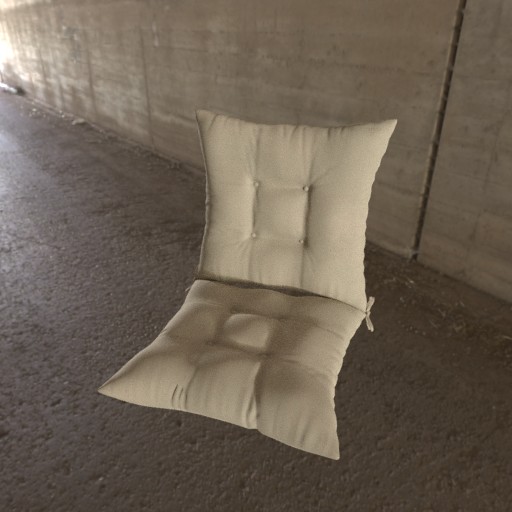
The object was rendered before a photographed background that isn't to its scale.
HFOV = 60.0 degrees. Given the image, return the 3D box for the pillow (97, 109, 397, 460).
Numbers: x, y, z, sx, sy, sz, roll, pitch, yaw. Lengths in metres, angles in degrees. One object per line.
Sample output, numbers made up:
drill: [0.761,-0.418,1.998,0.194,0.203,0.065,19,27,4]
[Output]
pillow: [0.000,0.000,0.988,0.541,0.536,0.585,9,29,17]
